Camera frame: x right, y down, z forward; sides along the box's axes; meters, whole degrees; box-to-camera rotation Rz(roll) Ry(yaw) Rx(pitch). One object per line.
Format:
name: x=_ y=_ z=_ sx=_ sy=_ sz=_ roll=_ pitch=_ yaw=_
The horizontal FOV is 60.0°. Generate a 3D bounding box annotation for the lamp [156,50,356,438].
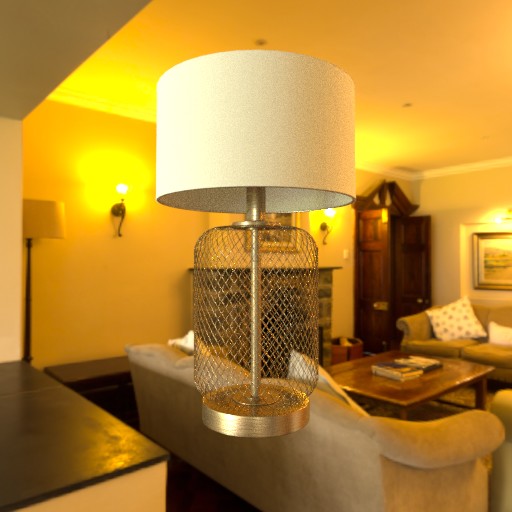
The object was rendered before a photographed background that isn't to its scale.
lamp: x=0.000 y=0.000 z=0.799 sx=0.353 sy=0.578 sz=0.353 roll=0 pitch=-1 yaw=0
